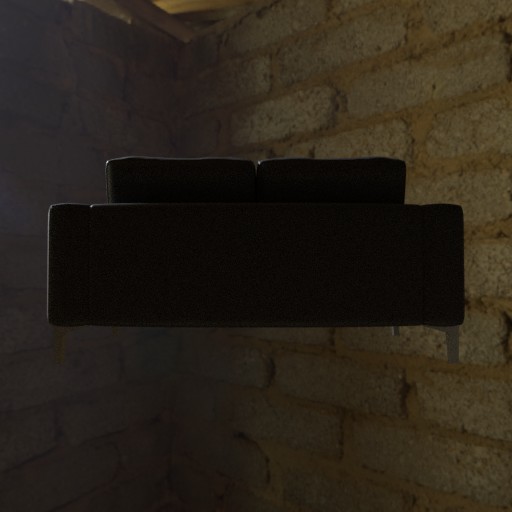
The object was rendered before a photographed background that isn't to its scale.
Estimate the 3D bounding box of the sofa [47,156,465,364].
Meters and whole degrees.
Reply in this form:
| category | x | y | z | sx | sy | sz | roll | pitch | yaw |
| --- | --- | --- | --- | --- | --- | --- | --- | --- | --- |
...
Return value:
| category | x | y | z | sx | sy | sz | roll | pitch | yaw |
| --- | --- | --- | --- | --- | --- | --- | --- | --- | --- |
| sofa | 0.000 | 0.000 | 2.191 | 1.726 | 0.893 | 0.833 | 0 | -1 | 0 |
